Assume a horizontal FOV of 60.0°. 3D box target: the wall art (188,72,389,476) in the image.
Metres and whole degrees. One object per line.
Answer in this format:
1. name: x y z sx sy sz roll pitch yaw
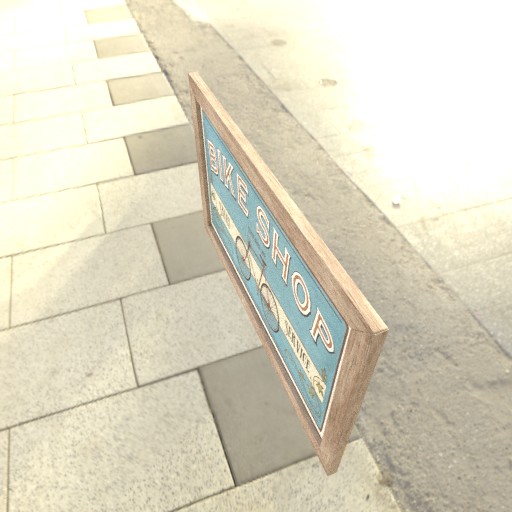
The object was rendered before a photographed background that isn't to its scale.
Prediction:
1. wall art: 0.000 0.000 0.944 0.021 0.480 0.780 -16 48 -15
